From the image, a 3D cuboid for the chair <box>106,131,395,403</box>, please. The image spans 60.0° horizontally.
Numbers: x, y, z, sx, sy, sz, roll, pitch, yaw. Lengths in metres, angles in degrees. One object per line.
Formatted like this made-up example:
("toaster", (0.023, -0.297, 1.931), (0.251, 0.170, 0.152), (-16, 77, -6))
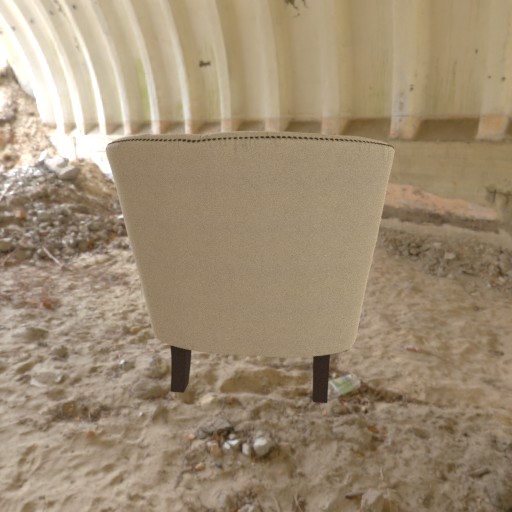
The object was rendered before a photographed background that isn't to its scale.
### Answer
("chair", (0.000, 0.000, 1.608), (0.848, 0.868, 0.906), (2, 16, 7))
